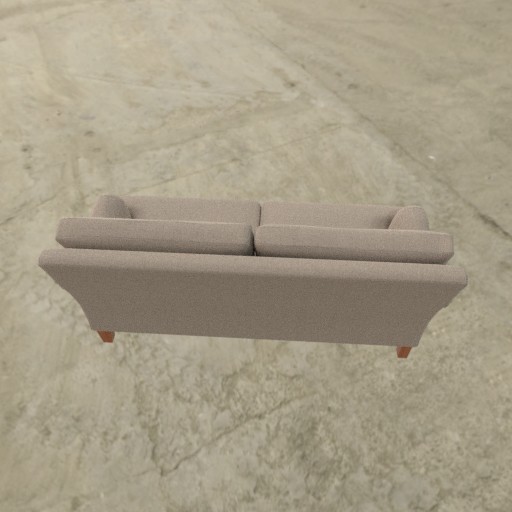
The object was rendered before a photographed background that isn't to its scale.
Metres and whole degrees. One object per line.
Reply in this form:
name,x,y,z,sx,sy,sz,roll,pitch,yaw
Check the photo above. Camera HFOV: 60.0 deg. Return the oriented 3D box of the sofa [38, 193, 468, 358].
sofa,0.000,0.000,2.821,2.160,1.054,1.087,2,47,2
